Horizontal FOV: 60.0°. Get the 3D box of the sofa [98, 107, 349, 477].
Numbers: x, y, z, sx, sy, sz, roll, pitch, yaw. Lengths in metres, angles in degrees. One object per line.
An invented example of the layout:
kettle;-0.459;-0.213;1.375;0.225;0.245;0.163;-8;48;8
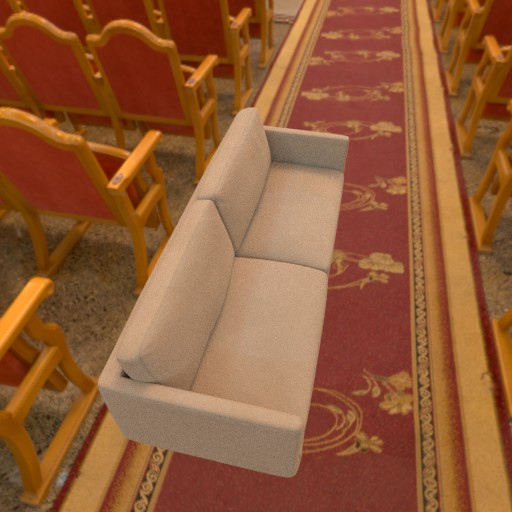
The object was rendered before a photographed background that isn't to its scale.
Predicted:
sofa;0.000;0.000;2.892;0.988;0.912;2.404;9;47;9
